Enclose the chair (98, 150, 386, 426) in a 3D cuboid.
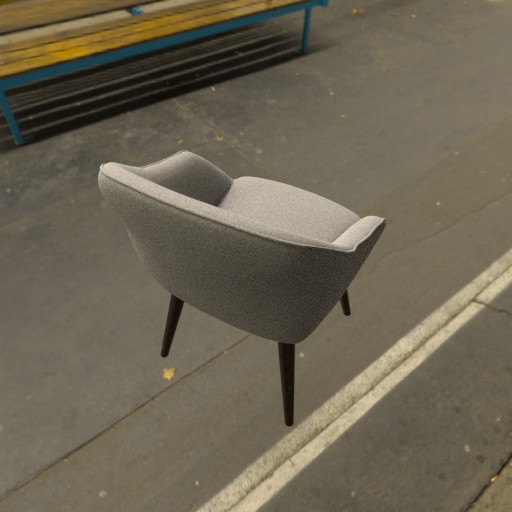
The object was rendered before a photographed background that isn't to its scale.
[{"bbox_3d":[0.000,0.000,1.216,0.589,0.810,0.611,23,51,20],"label":"chair"}]
